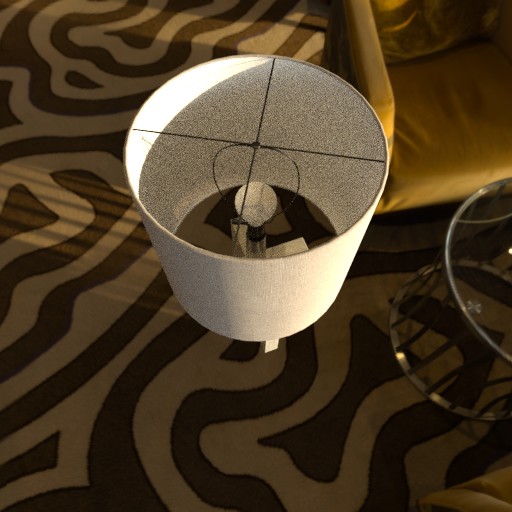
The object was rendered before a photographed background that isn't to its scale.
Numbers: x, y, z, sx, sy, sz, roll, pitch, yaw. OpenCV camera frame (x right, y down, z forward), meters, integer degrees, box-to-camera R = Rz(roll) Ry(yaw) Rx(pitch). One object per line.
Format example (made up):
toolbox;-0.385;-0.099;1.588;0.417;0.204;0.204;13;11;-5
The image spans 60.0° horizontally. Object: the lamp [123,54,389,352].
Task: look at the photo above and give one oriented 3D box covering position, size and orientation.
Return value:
lamp;0.000;0.000;0.573;0.229;0.428;0.229;-18;65;-9
